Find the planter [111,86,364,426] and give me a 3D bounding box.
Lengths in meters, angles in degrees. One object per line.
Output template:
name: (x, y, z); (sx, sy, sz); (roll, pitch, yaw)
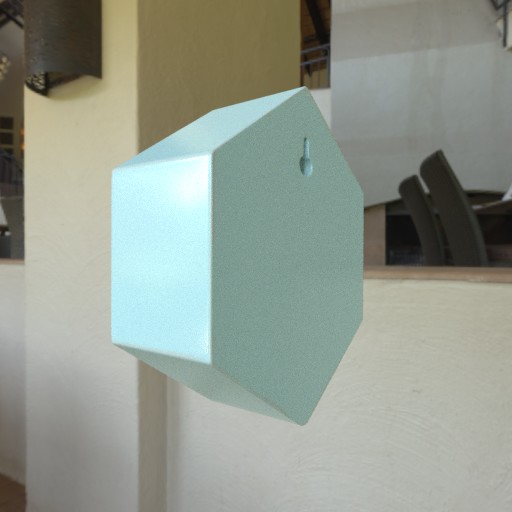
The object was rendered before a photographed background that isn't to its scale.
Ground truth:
planter: (0.000, 0.000, 0.293); (0.078, 0.207, 0.169); (0, 0, 37)
